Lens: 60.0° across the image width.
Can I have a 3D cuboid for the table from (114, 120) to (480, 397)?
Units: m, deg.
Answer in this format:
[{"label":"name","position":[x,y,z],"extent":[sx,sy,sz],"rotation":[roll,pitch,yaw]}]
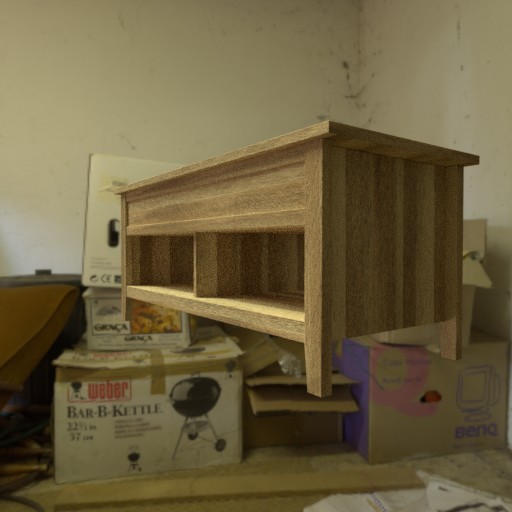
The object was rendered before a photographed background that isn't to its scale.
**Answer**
[{"label":"table","position":[0.000,0.000,1.335],"extent":[0.493,0.480,1.095],"rotation":[-1,1,-36]}]
